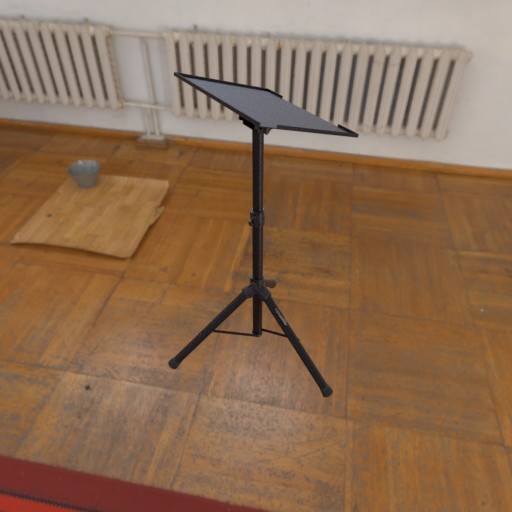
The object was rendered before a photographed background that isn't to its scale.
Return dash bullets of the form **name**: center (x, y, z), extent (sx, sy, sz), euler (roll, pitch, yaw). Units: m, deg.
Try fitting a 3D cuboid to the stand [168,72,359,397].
- **stand**: center (0.000, 0.000, 1.619), extent (0.702, 1.198, 0.702), euler (-24, 46, -26)
